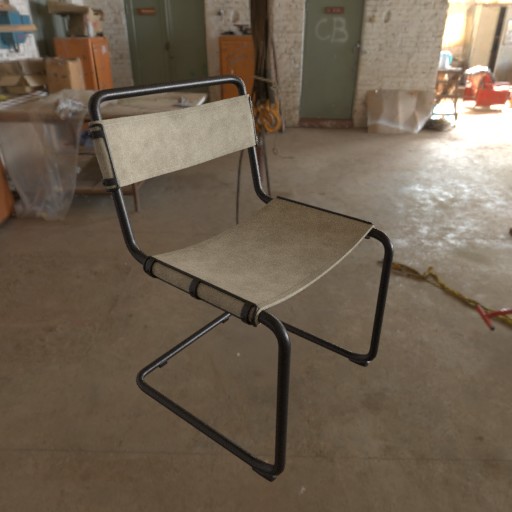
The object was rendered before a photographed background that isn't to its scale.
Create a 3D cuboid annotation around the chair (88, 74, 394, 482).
[{"bbox_3d":[0.000,0.000,1.052,0.497,0.747,0.499,20,33,33],"label":"chair"}]
